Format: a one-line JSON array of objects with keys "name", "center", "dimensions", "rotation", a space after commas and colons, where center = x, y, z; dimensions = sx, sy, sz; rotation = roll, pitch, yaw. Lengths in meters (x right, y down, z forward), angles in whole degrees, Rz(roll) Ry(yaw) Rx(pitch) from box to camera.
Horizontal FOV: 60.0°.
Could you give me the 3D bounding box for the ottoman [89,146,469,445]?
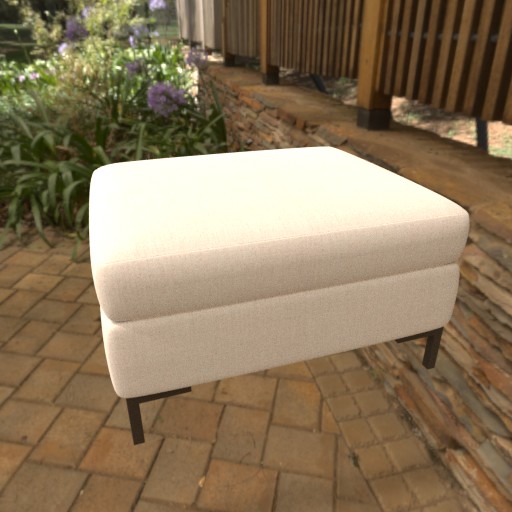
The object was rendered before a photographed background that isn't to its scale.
[{"name": "ottoman", "center": [0.000, 0.000, 1.175], "dimensions": [0.794, 0.453, 0.657], "rotation": [-9, 28, -17]}]
